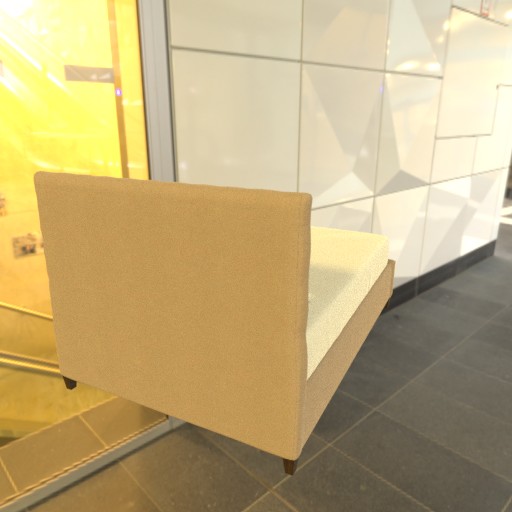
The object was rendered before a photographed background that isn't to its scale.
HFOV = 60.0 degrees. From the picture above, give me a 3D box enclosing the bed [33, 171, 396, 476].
[{"bbox_3d":[0.000,0.000,3.361,1.698,1.427,2.387,9,20,26],"label":"bed"}]
